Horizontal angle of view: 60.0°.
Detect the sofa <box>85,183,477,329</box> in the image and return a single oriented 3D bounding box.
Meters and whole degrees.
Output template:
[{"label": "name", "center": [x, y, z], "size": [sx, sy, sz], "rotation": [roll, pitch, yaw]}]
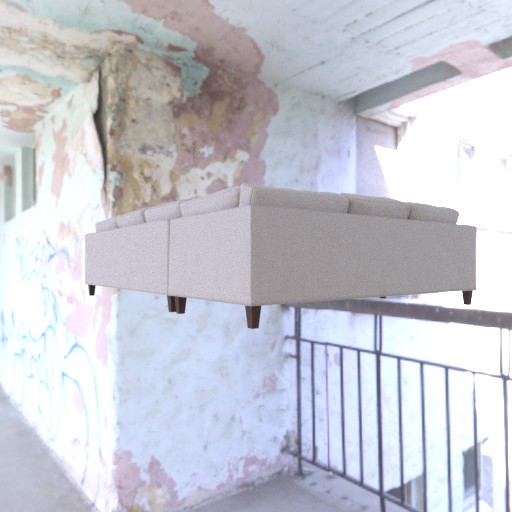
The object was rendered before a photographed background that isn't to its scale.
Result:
[{"label": "sofa", "center": [0.000, 0.000, 4.391], "size": [2.432, 0.863, 3.182], "rotation": [1, -1, -36]}]
